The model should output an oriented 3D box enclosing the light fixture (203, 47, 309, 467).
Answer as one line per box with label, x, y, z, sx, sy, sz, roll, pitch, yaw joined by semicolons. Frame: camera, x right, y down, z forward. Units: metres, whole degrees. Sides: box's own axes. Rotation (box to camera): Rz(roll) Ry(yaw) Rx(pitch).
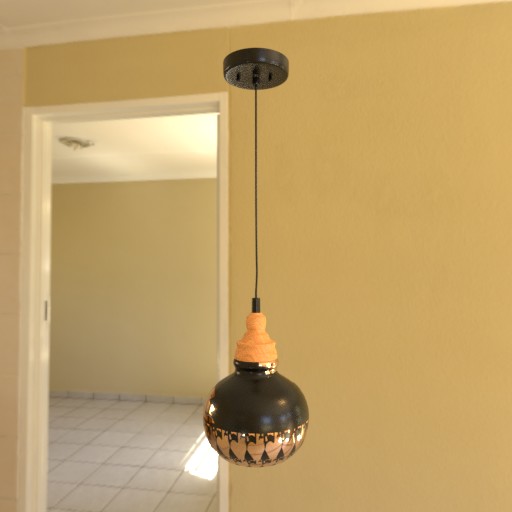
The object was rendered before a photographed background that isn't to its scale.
light fixture;0.000;0.000;1.828;0.430;1.606;0.430;0;-2;0
